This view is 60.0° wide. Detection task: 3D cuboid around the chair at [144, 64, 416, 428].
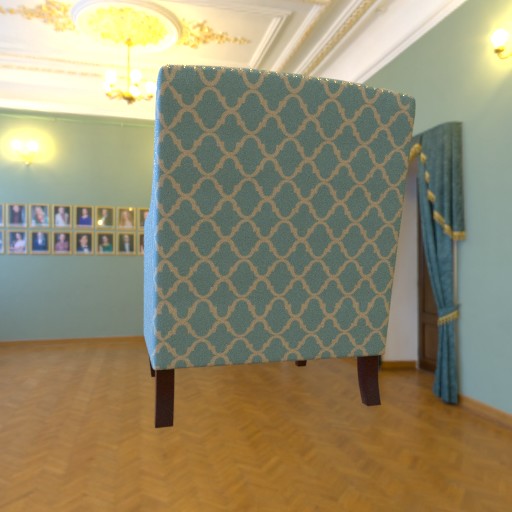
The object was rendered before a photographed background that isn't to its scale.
[{"bbox_3d":[0.000,0.000,1.309,0.617,0.817,0.686,0,-1,-16],"label":"chair"}]
